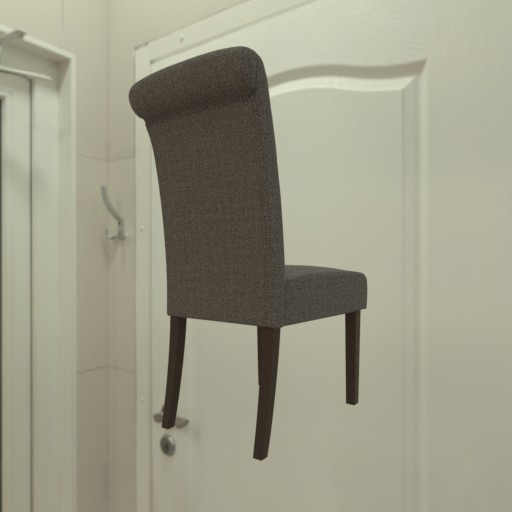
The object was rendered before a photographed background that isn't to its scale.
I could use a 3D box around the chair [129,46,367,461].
[{"bbox_3d":[0.000,0.000,1.375,0.456,1.006,0.671,0,0,36],"label":"chair"}]
